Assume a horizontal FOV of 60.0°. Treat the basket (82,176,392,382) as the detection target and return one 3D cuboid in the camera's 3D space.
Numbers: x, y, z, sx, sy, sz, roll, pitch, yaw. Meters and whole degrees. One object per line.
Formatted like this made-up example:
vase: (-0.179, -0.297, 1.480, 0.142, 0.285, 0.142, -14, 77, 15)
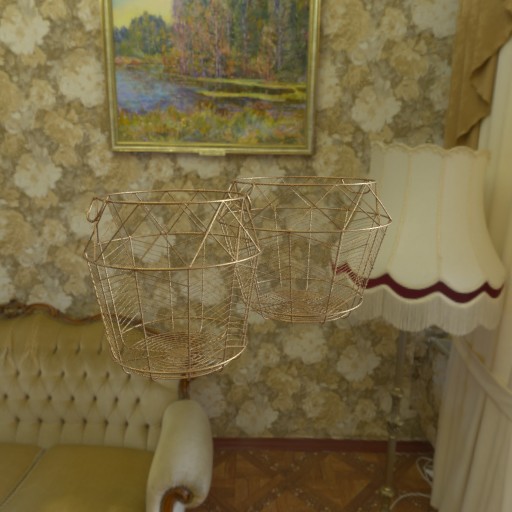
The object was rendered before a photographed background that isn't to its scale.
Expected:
basket: (0.000, 0.000, 1.048, 0.451, 0.343, 0.805, 12, 17, 42)
